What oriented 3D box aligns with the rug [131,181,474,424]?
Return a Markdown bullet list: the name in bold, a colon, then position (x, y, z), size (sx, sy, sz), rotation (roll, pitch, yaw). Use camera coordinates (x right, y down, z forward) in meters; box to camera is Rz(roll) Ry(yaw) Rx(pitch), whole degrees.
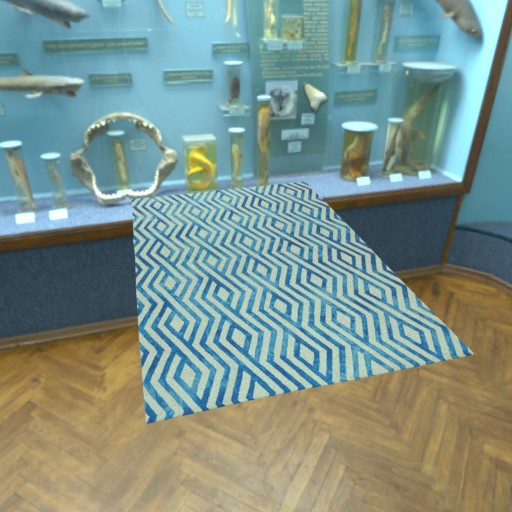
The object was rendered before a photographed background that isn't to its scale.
- **rug**: position (0.000, 0.000, 2.305), size (1.225, 0.008, 1.830), rotation (-8, 32, -13)
